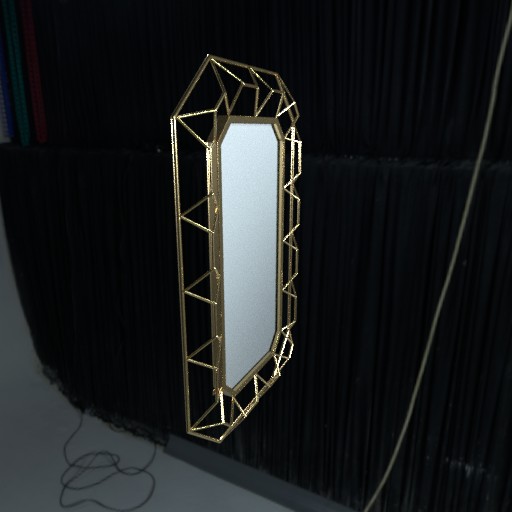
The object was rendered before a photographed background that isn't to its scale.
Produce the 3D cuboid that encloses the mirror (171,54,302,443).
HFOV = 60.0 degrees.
[{"bbox_3d":[0.000,0.000,1.086,0.051,0.870,0.572,8,18,25],"label":"mirror"}]
